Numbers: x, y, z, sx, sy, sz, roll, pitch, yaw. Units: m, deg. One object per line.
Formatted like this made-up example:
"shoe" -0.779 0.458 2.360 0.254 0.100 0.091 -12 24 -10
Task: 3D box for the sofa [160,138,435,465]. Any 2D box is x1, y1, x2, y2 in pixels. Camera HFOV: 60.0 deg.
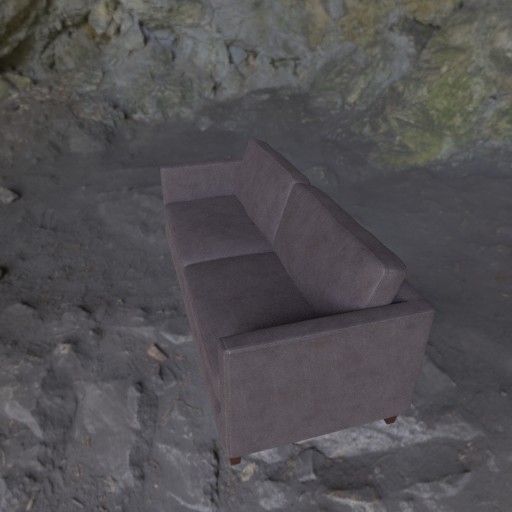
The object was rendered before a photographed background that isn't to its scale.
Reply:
"sofa" 0.000 0.000 2.767 0.951 0.965 2.208 -9 31 -14
